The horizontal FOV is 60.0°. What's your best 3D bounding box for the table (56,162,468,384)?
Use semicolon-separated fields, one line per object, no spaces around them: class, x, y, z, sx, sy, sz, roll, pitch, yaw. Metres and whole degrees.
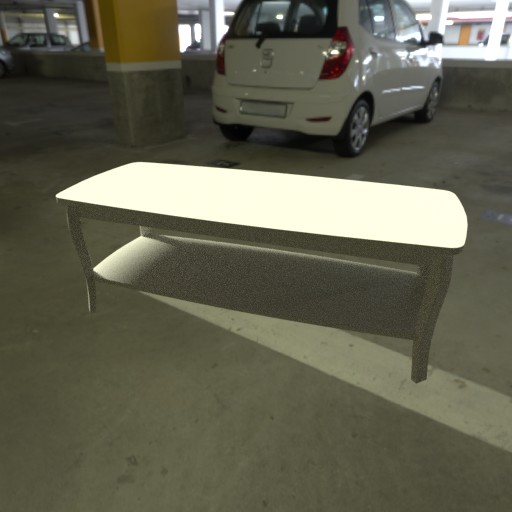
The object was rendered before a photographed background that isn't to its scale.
table;0.000;0.000;1.625;1.334;0.474;0.561;9;27;17
